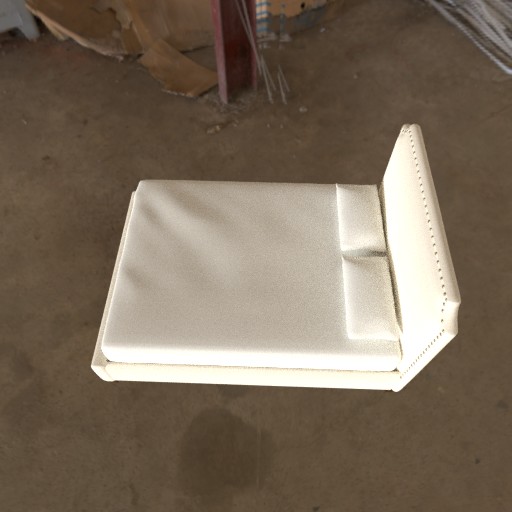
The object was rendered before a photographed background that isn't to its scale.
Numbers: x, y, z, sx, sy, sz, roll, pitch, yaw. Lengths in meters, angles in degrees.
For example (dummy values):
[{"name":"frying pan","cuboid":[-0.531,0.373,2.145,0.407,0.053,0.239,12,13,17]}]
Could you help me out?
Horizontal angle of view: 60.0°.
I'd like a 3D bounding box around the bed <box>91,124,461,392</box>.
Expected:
[{"name":"bed","cuboid":[0.000,0.000,3.431,2.365,1.443,1.712,2,58,1]}]
